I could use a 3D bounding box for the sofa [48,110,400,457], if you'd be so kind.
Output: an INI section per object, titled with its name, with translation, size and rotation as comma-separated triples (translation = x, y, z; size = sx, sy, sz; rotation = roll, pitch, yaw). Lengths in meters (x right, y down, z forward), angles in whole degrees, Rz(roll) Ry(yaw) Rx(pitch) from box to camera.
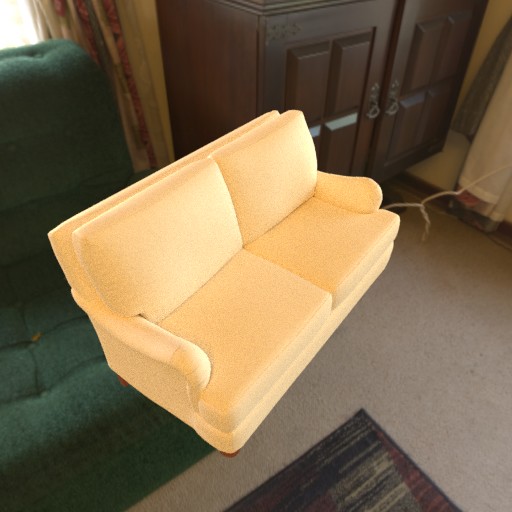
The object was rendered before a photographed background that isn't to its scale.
[sofa]
translation = 0.000, 0.000, 2.592
size = 1.084, 1.101, 1.853
rotation = 26, 46, 27
